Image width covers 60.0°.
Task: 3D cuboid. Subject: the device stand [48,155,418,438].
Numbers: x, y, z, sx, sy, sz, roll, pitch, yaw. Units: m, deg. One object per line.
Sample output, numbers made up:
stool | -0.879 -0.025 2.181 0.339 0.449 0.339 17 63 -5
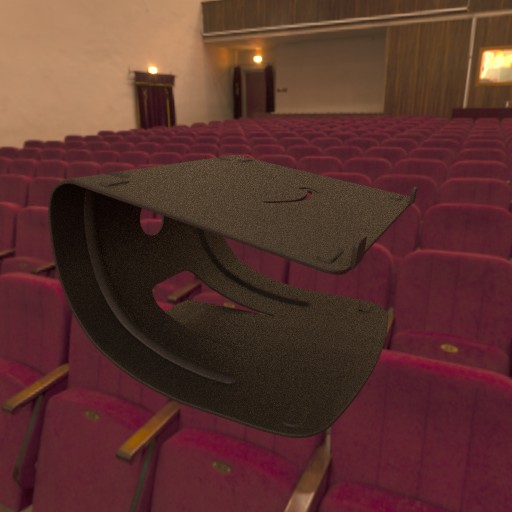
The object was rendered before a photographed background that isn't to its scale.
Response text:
device stand | 0.000 0.000 0.399 0.236 0.155 0.256 8 19 25
